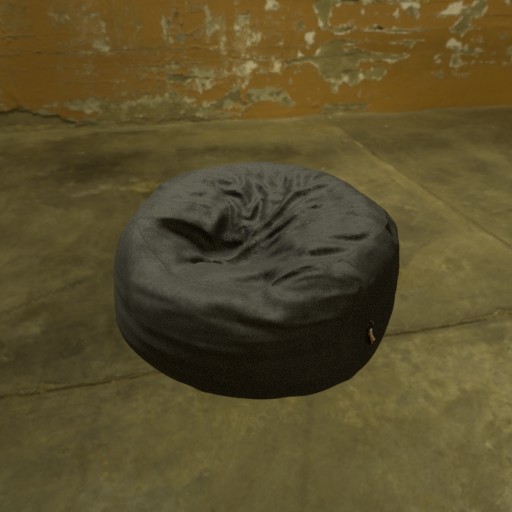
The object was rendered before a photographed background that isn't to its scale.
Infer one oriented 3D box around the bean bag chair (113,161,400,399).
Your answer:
[{"bbox_3d":[0.000,0.000,2.426,1.525,0.751,1.525,0,30,0],"label":"bean bag chair"}]
